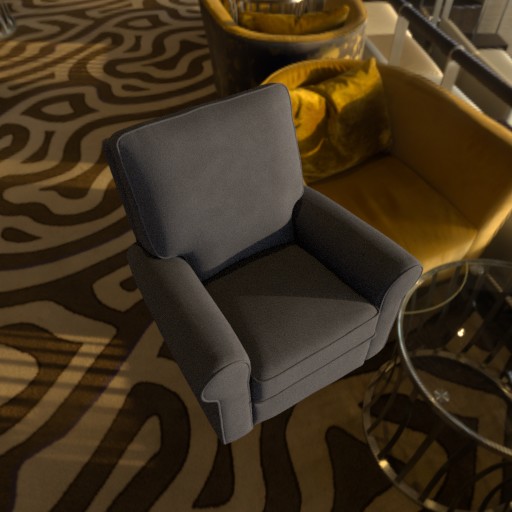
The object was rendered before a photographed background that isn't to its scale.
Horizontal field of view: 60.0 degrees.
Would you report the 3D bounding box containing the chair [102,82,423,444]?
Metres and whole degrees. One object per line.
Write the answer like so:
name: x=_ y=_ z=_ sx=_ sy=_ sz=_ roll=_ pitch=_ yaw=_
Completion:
chair: x=0.000 y=0.000 z=1.672 sx=0.890 sy=0.961 sz=0.878 roll=-24 pitch=52 yaw=-21
